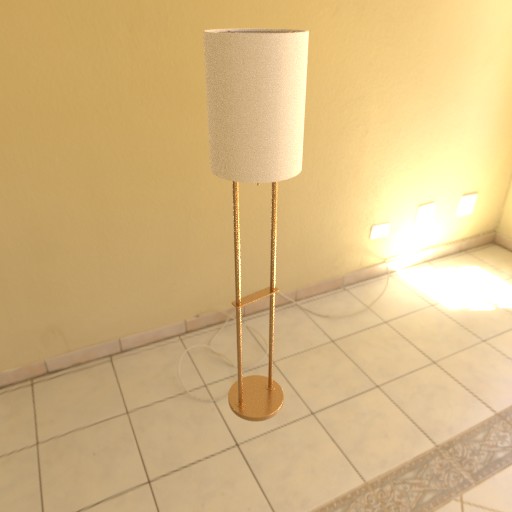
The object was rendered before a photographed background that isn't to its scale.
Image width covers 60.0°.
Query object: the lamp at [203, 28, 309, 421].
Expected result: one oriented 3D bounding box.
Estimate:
[{"bbox_3d":[0.000,0.000,1.653,0.306,1.500,0.305,-20,35,-31],"label":"lamp"}]
